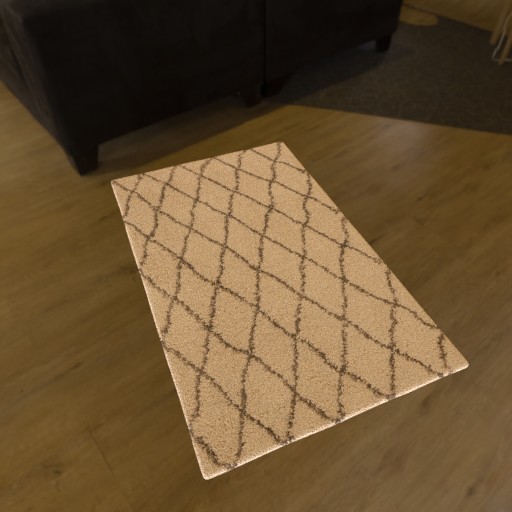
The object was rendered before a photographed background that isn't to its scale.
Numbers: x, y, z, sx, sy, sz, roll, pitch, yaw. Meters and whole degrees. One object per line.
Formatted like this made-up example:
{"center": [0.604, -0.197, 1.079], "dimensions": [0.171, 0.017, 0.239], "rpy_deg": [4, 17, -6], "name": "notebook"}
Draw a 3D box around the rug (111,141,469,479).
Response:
{"center": [0.000, 0.000, 3.000], "dimensions": [1.524, 0.030, 2.438], "rpy_deg": [-17, 49, -15], "name": "rug"}
